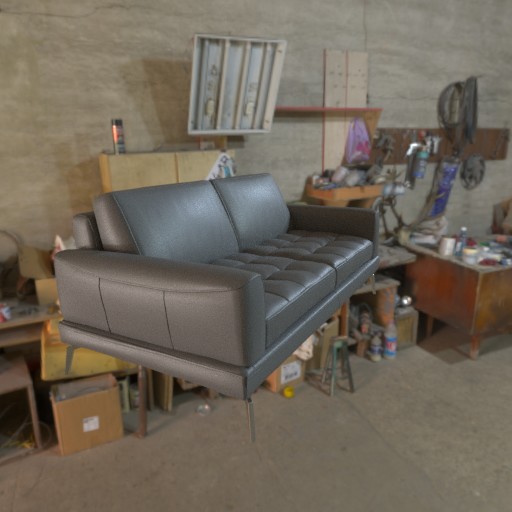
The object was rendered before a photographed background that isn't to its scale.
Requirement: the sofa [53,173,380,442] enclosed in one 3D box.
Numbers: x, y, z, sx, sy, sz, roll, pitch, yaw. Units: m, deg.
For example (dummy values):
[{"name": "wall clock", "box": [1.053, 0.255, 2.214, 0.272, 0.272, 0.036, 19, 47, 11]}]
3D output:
[{"name": "sofa", "box": [0.000, 0.000, 2.790, 1.121, 0.930, 2.177, 8, 16, 28]}]
